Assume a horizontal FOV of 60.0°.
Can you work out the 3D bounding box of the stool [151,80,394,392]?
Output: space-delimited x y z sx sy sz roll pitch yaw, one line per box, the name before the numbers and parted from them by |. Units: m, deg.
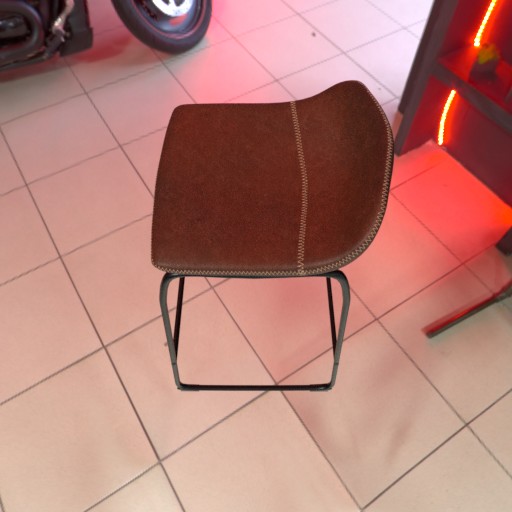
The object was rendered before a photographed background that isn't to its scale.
stool | 0.000 0.000 1.108 0.473 0.830 0.454 0 58 0
